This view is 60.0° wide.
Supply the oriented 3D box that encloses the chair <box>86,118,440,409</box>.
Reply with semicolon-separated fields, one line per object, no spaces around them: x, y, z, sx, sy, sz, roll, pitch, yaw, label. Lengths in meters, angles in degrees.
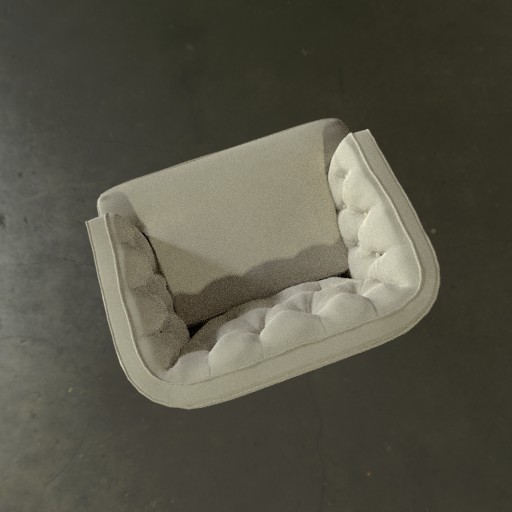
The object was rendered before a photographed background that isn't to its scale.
0.000;0.000;1.786;1.104;0.852;0.941;-19;78;-4;chair
